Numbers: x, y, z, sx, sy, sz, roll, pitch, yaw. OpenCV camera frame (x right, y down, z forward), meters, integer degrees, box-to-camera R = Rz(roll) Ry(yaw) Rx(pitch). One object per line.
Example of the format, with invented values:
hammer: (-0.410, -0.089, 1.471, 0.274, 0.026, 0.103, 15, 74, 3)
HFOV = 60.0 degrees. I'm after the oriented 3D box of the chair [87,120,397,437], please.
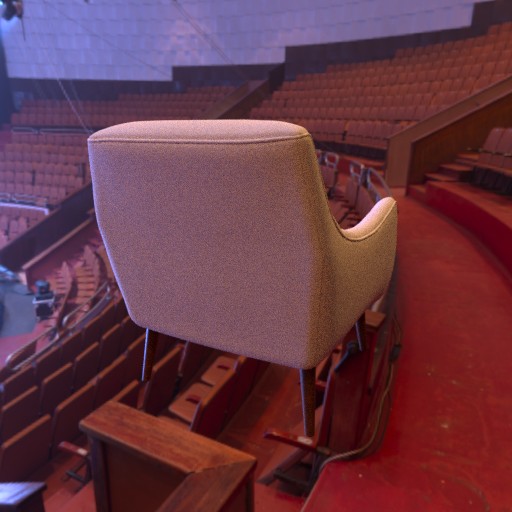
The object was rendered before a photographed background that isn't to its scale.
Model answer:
chair: (0.000, 0.000, 1.448, 0.762, 0.838, 0.787, 8, 18, 27)
